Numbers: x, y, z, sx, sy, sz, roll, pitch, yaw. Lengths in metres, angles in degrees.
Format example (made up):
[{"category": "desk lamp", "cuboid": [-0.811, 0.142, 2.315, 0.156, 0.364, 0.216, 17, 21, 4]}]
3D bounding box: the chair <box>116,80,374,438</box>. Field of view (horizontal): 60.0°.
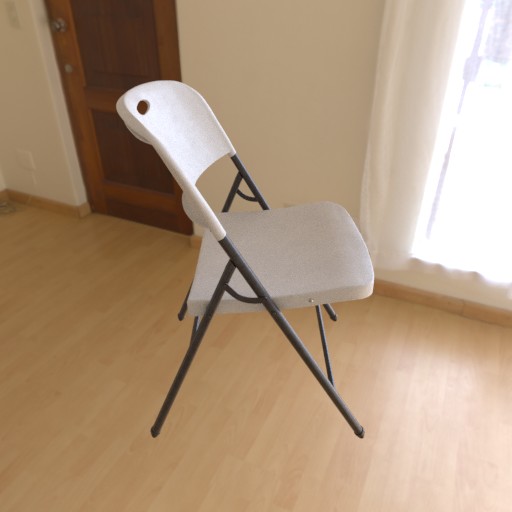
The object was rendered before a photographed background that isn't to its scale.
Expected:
[{"category": "chair", "cuboid": [0.000, 0.000, 1.140, 0.566, 0.810, 0.494, 0, 32, 0]}]
